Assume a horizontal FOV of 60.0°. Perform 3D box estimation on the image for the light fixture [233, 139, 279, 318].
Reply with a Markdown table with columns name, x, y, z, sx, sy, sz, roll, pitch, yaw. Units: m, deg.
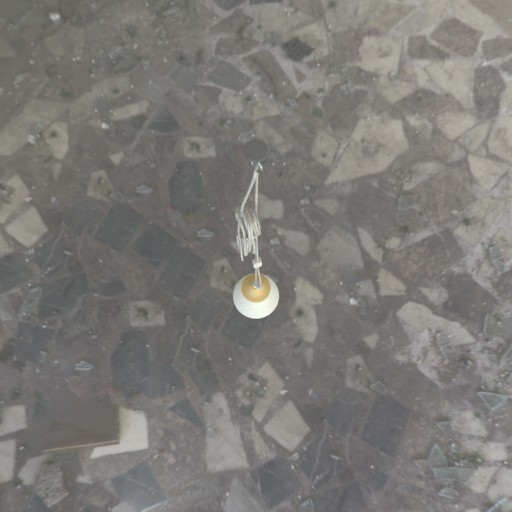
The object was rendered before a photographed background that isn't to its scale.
| name | x | y | z | sx | sy | sz | roll | pitch | yaw |
| --- | --- | --- | --- | --- | --- | --- | --- | --- | --- |
| light fixture | 0.000 | 0.000 | 1.018 | 0.153 | 0.966 | 0.153 | -1 | 74 | 0 |
